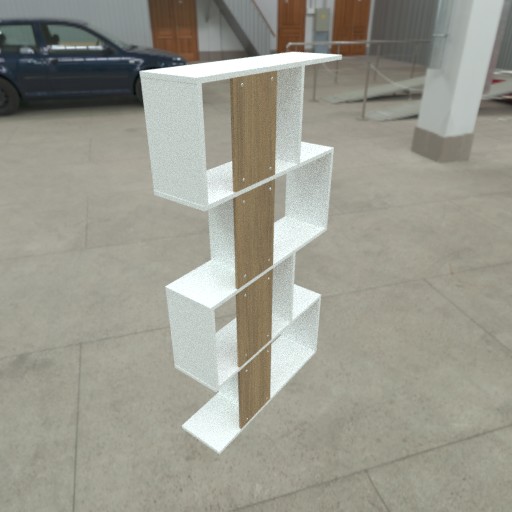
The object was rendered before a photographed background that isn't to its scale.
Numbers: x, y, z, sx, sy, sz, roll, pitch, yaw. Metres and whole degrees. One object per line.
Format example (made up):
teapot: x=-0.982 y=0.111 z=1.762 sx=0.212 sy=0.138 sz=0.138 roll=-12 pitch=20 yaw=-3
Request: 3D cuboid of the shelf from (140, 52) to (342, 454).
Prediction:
shelf: x=0.000 y=0.000 z=2.047 sx=0.250 sy=1.650 sz=0.890 roll=20 pitch=35 yaw=32
